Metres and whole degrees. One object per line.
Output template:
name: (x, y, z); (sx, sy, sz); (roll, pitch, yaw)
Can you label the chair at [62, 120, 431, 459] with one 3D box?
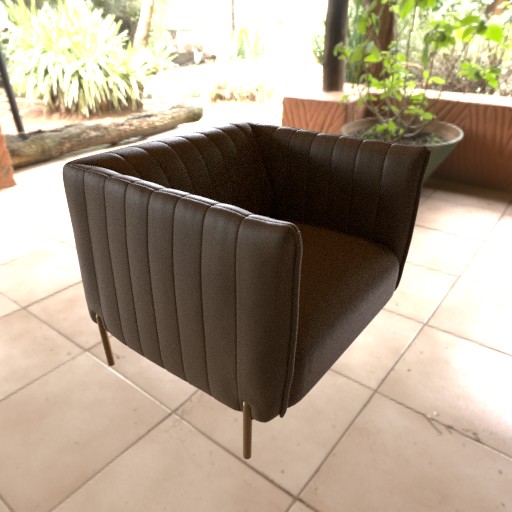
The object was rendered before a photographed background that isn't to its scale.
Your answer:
chair: (0.000, 0.000, 1.634); (0.876, 0.779, 0.981); (19, 33, 32)
